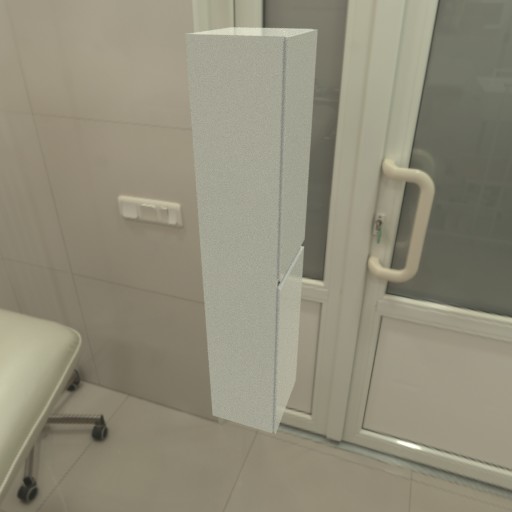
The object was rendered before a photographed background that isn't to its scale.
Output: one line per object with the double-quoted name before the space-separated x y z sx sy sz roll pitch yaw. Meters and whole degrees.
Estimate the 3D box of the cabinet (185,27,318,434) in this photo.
"cabinet" 0.000 0.000 1.546 0.270 1.400 0.300 10 32 17
